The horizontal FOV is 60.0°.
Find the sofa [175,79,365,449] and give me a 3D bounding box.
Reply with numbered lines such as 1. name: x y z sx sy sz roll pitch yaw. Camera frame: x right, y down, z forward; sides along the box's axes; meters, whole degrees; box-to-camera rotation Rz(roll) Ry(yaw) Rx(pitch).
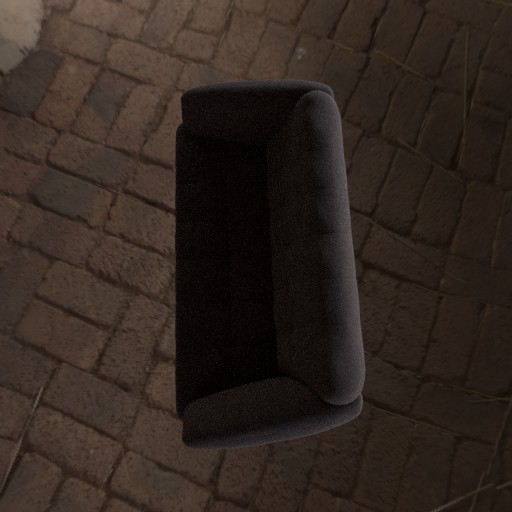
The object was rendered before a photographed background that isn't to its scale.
1. sofa: 0.000 0.000 2.372 0.887 0.790 1.849 -2 76 -1
